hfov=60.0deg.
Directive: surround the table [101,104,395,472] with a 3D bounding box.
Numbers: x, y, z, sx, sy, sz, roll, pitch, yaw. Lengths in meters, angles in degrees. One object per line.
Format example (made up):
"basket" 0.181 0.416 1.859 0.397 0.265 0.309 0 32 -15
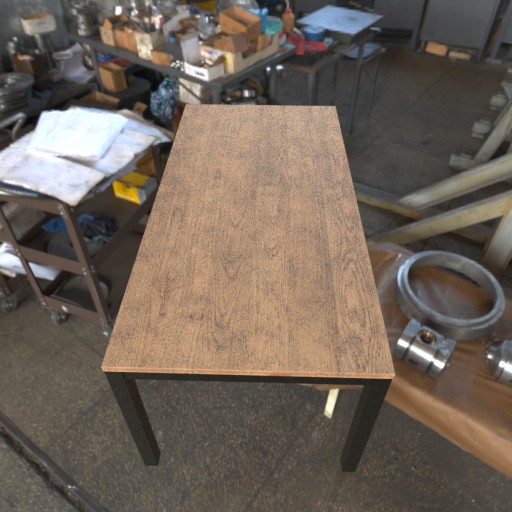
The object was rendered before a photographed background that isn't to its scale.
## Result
"table" 0.000 0.000 2.259 0.893 0.767 1.805 1 44 1
